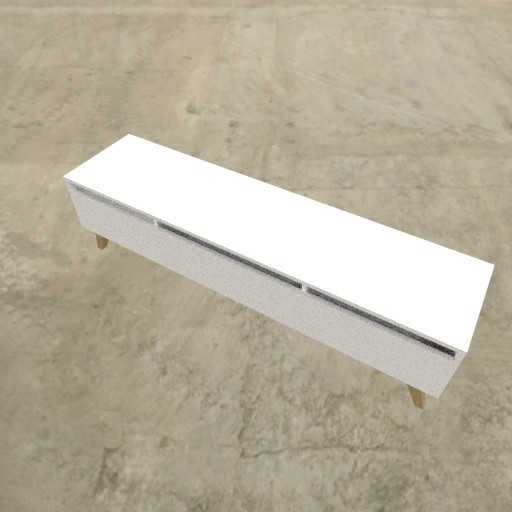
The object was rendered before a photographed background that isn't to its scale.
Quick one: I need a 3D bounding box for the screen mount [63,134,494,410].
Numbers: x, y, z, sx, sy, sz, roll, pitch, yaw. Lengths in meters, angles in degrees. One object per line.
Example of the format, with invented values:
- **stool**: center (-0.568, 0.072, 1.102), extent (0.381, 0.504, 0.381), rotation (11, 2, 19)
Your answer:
- **screen mount**: center (0.000, 0.000, 1.831), extent (1.644, 0.432, 0.399), rotation (23, 50, 21)
